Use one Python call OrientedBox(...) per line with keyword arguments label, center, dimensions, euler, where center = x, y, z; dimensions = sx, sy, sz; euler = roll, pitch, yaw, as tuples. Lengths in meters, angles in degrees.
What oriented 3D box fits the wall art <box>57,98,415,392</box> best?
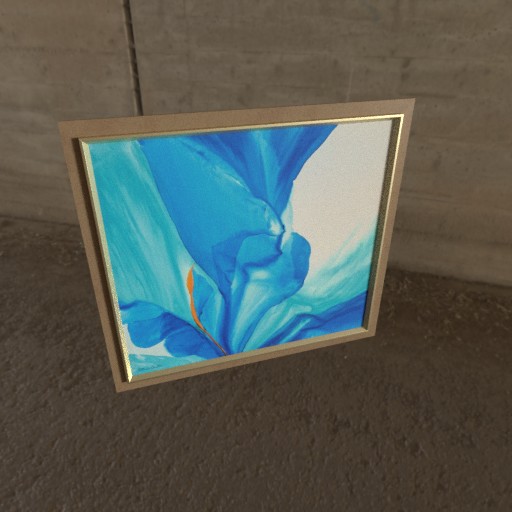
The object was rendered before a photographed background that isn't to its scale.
OrientedBox(label="wall art", center=(0.000, 0.000, 1.659), dimensions=(1.168, 1.067, 0.025), euler=(-9, 31, -15))
